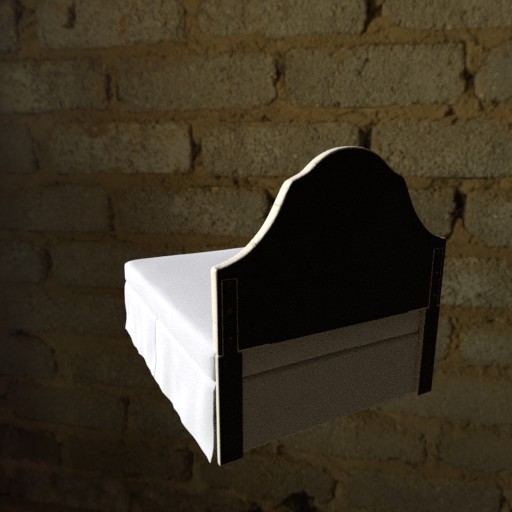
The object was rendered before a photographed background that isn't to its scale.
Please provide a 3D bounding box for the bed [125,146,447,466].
[{"bbox_3d":[0.000,0.000,3.299,1.627,1.575,2.092,-7,15,-27],"label":"bed"}]
